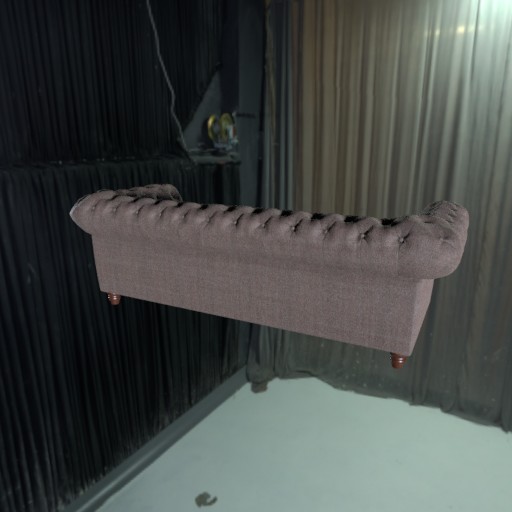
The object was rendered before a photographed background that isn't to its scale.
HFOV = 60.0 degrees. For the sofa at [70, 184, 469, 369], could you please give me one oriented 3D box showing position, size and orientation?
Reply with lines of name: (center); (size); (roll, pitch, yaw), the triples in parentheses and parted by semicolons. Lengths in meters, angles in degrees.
sofa: (0.000, 0.000, 2.826); (2.385, 0.787, 0.944); (8, 17, 26)
